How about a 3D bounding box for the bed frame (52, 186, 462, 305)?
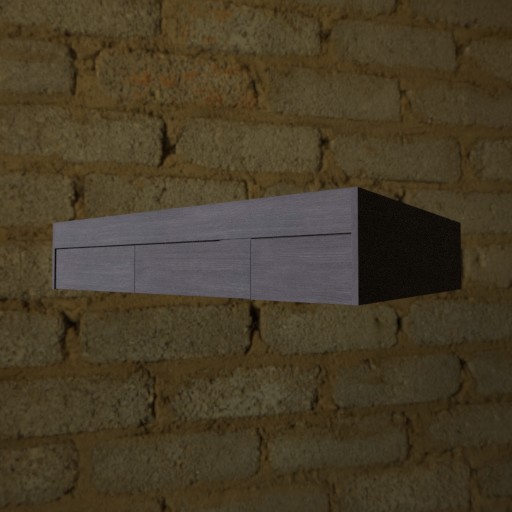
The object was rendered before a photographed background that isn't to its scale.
[{"bbox_3d":[0.000,0.000,2.630,1.944,0.459,1.448,-1,-2,37],"label":"bed frame"}]
